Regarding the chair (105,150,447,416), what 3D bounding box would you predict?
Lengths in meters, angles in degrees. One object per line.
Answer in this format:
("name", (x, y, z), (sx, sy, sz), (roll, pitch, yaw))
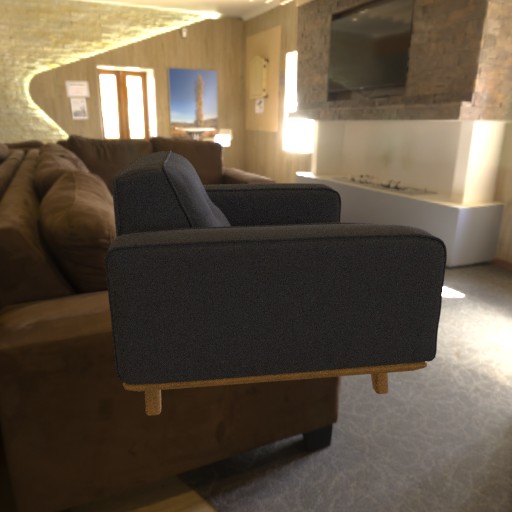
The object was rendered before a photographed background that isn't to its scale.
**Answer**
("chair", (0.000, 0.000, 1.739), (0.953, 0.783, 1.118), (-3, 17, -8))
